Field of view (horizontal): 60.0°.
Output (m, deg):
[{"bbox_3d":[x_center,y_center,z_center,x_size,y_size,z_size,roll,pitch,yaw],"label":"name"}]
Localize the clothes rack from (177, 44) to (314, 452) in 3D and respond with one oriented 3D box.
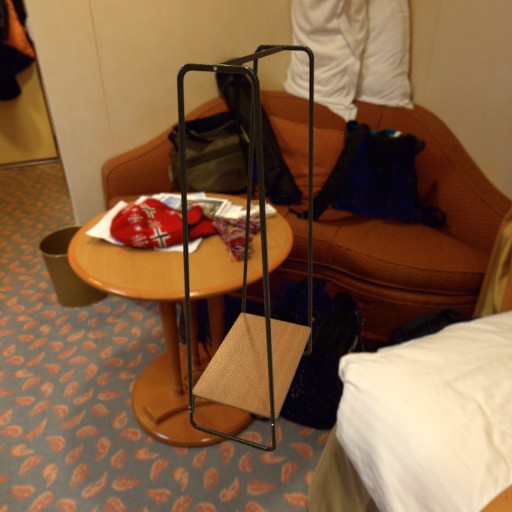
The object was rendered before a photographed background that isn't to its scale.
[{"bbox_3d":[0.000,0.000,1.793,0.400,1.500,0.640,10,31,17],"label":"clothes rack"}]
